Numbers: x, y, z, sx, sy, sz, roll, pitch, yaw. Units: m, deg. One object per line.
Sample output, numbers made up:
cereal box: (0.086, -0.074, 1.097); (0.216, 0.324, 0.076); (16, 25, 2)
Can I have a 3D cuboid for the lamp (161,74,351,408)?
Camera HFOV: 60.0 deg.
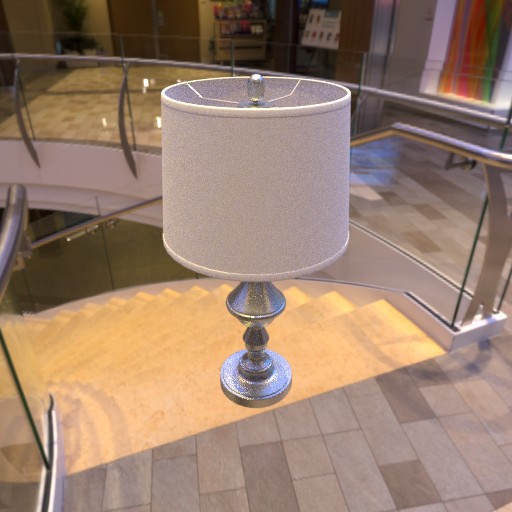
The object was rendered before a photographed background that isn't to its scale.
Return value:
lamp: (0.000, 0.000, 0.957); (0.383, 0.733, 0.383); (0, 30, 0)
